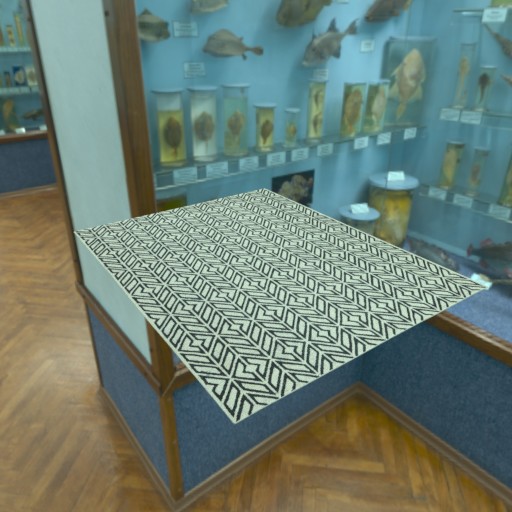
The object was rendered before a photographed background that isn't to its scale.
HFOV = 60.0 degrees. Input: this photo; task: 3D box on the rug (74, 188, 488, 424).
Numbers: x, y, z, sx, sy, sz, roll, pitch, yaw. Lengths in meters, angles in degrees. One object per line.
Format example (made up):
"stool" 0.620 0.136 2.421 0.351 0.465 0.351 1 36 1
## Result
"rug" 0.000 0.000 4.046 2.421 0.008 3.045 -18 32 -31
